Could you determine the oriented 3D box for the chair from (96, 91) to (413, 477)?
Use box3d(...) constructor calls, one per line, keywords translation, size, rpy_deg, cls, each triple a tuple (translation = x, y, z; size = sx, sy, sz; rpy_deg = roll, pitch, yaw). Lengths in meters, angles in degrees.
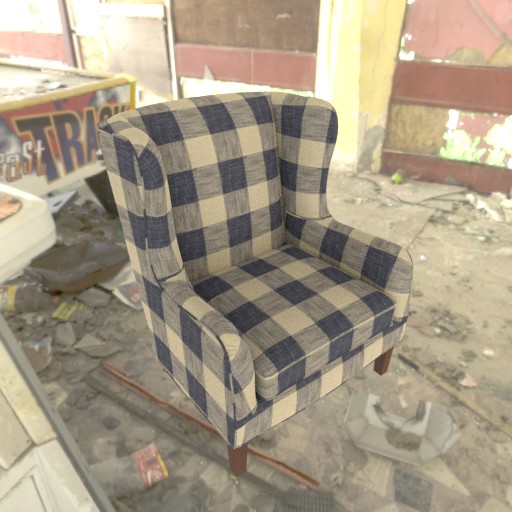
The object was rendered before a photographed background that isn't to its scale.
box3d(translation=(0.000, 0.000, 1.672), size=(0.830, 1.041, 0.889), rpy_deg=(-22, 37, -32), cls="chair")
